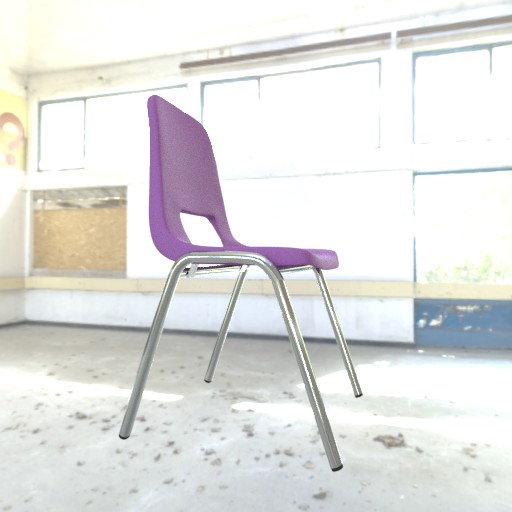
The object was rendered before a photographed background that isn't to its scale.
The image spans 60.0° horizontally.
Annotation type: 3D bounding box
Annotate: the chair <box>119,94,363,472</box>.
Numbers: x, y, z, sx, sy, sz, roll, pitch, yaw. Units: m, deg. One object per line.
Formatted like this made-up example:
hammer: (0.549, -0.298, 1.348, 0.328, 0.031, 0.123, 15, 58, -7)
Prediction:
chair: (0.000, 0.000, 0.686, 0.301, 0.493, 0.291, 0, 0, 18)
